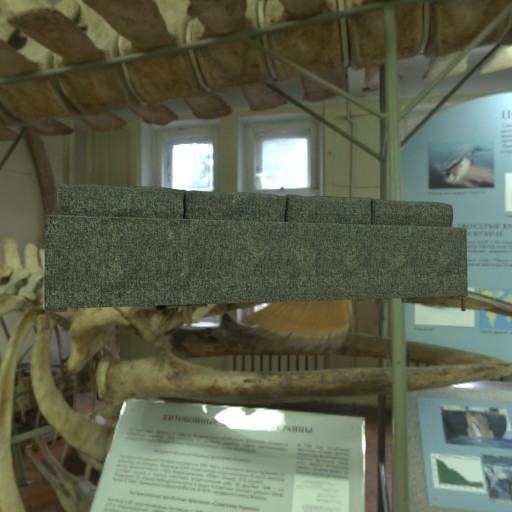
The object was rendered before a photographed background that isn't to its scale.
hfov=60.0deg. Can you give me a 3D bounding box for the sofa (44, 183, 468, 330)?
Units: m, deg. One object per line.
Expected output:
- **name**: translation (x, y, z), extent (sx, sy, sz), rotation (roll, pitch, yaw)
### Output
- **sofa**: translation (0.000, 0.000, 4.021), extent (3.384, 0.970, 1.488), rotation (0, -1, -18)
